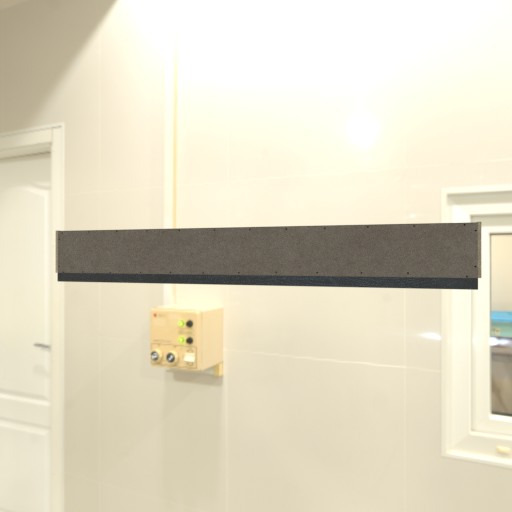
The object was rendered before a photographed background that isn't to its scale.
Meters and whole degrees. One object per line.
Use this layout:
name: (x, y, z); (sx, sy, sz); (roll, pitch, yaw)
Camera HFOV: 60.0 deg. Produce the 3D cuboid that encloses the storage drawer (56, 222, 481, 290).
storage drawer: (0.000, 0.000, 2.364); (2.072, 0.274, 0.591); (0, 0, 17)
